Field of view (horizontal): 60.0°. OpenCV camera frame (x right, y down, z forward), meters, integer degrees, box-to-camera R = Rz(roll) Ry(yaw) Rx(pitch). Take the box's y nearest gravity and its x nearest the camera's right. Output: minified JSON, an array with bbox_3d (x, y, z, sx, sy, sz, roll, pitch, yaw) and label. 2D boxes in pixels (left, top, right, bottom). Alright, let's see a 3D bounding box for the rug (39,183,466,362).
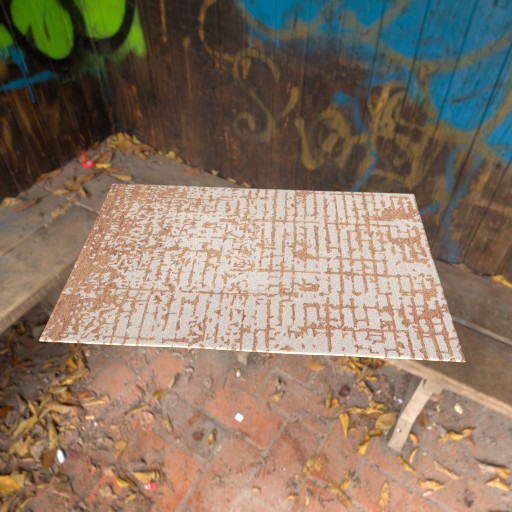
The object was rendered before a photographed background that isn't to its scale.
[{"bbox_3d":[0.000,0.000,3.052,2.435,0.011,1.517,2,46,2],"label":"rug"}]
